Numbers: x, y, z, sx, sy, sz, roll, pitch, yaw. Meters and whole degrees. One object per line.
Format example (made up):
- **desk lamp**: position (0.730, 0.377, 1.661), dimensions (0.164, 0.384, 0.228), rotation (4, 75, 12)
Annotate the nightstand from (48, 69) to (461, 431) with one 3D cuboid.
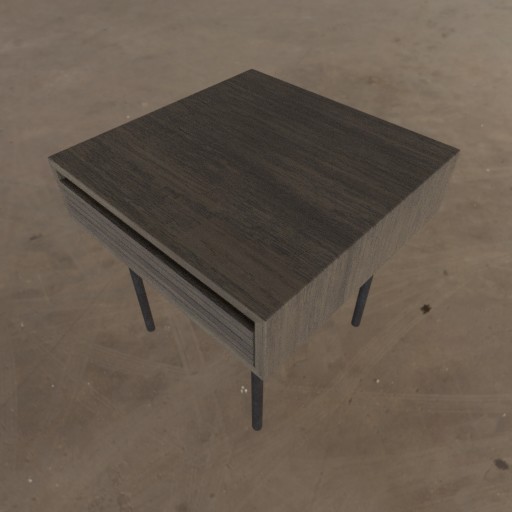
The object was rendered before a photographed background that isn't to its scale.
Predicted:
- **nightstand**: position (0.000, 0.000, 0.932), dimensions (0.502, 0.497, 0.503), rotation (34, 54, 29)
